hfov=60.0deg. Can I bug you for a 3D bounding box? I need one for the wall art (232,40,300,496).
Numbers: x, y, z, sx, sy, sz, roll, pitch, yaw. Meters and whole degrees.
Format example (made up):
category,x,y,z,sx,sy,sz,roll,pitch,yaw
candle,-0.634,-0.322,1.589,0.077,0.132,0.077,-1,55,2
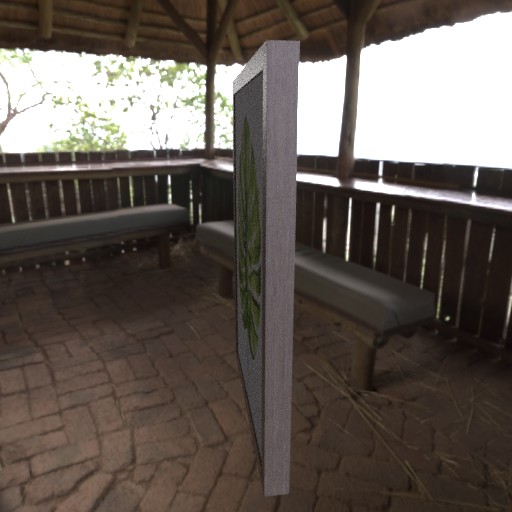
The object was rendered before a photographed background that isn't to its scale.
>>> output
category,x,y,z,sx,sy,sz,roll,pitch,yaw
wall art,0.000,0.000,0.645,0.032,0.510,0.358,-2,16,-8
